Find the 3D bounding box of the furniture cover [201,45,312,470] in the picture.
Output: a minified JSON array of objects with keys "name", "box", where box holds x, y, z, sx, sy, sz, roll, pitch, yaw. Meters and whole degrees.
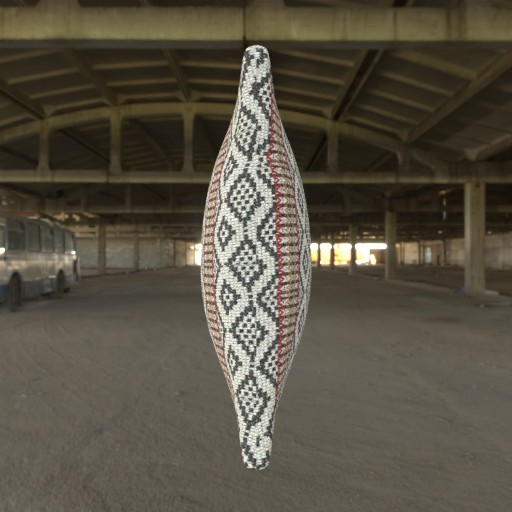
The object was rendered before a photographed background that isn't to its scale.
[{"name":"furniture cover","box":[0.000,0.000,0.770,0.182,0.506,0.503,0,0,0]}]
